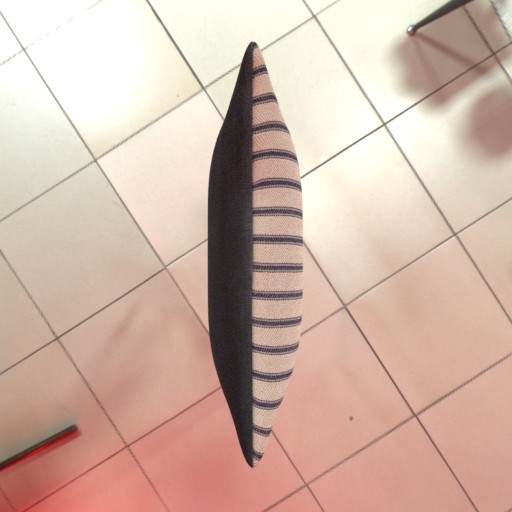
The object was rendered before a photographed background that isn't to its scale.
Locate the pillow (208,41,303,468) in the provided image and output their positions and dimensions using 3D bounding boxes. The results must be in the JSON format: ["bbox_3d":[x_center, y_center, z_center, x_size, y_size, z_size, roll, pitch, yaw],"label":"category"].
[{"bbox_3d":[0.000,0.000,0.694,0.138,0.444,0.468,0,90,0],"label":"pillow"}]
